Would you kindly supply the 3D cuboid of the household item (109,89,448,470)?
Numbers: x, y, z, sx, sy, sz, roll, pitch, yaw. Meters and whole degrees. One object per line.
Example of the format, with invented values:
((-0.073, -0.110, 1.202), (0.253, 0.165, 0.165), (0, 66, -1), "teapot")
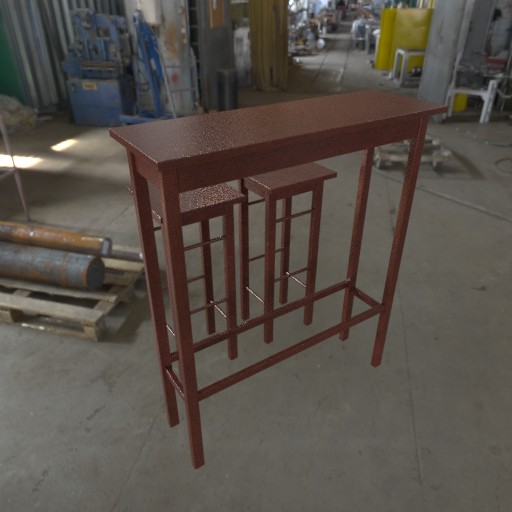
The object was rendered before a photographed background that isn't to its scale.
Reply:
((0.000, 0.000, 1.604), (0.914, 1.067, 0.676), (-19, 36, -28), "household item")
